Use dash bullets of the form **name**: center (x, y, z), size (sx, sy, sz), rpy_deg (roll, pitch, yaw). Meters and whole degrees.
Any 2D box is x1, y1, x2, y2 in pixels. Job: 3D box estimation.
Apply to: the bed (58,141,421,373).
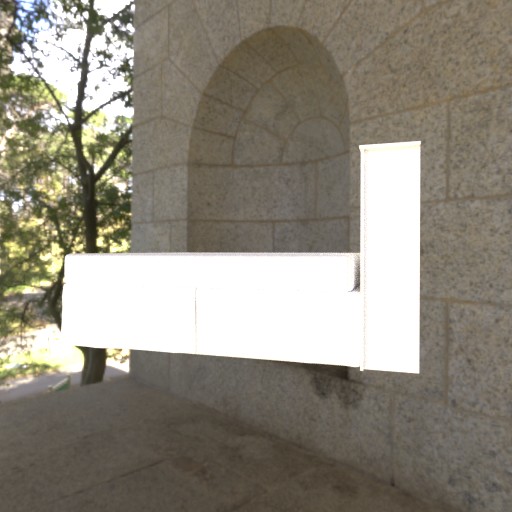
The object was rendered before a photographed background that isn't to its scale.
- **bed**: center (0.000, 0.000, 3.175), size (2.133, 1.092, 1.671), rpy_deg (0, 1, 18)
